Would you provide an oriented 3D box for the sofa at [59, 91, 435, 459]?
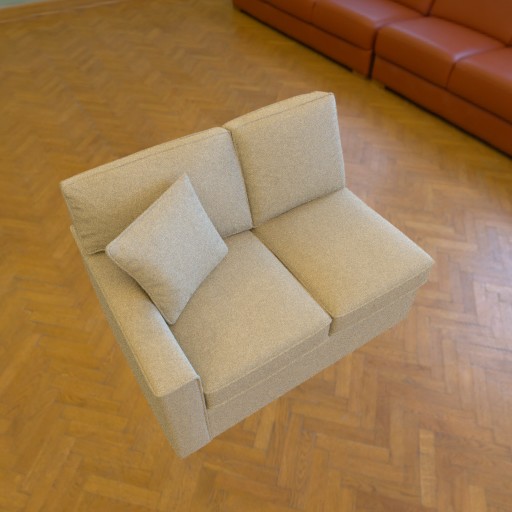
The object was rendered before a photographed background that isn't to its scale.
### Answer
[{"bbox_3d":[0.000,0.000,2.063,1.388,0.989,0.991,-25,51,-22],"label":"sofa"}]
